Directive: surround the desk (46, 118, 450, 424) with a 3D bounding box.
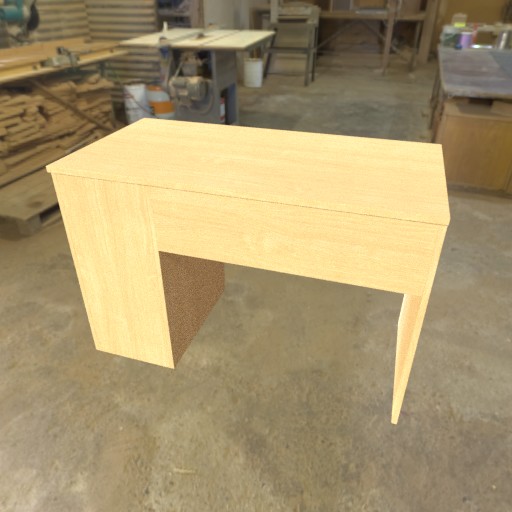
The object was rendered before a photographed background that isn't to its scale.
[{"bbox_3d":[0.000,0.000,1.559,1.097,0.735,0.560,10,33,15],"label":"desk"}]
